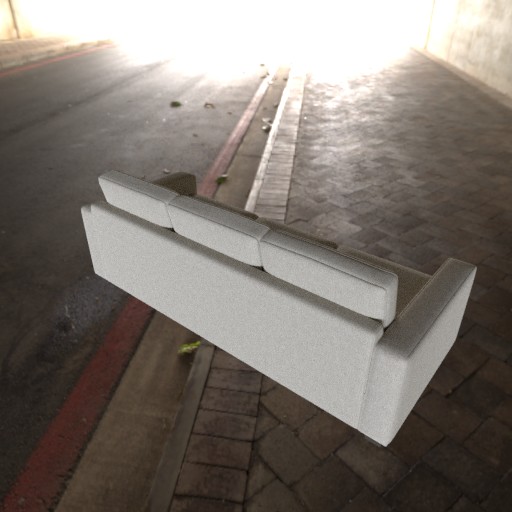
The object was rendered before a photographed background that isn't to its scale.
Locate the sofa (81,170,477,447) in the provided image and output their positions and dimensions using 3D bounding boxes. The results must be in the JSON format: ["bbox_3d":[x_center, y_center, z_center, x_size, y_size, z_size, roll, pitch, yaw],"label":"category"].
[{"bbox_3d":[0.000,0.000,2.579,2.160,0.800,0.900,23,38,33],"label":"sofa"}]
